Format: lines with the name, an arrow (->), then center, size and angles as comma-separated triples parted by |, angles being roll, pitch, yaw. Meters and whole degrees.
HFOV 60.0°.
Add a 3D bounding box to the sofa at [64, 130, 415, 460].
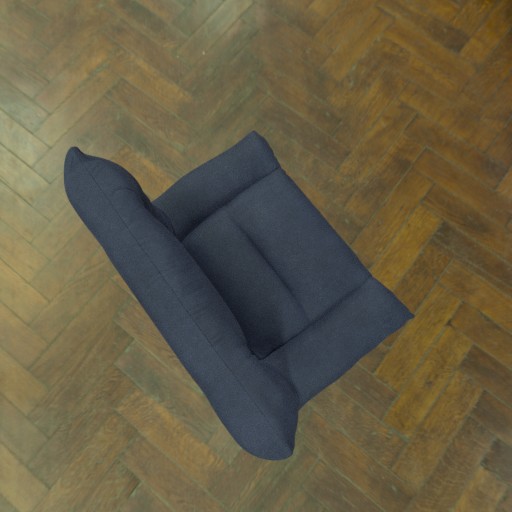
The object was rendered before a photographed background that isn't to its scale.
sofa -> 0.000, 0.000, 1.656 | 0.849, 0.778, 1.122 | -36, 78, -9
